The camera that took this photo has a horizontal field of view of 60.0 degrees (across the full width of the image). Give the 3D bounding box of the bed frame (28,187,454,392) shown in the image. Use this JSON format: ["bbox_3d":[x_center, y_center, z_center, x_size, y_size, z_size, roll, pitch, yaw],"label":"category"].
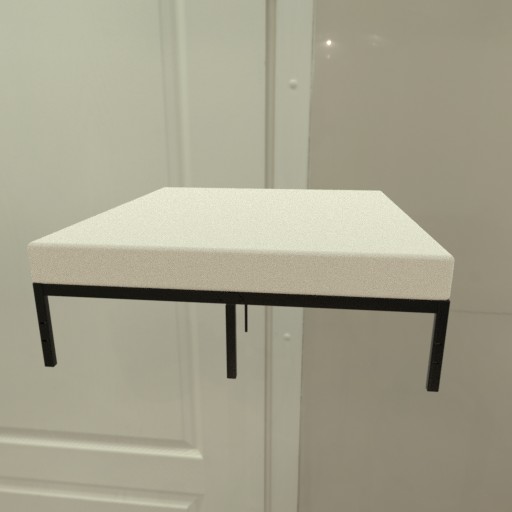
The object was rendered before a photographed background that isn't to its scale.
[{"bbox_3d":[0.000,0.000,3.061,1.963,0.659,2.079,2,16,6],"label":"bed frame"}]
